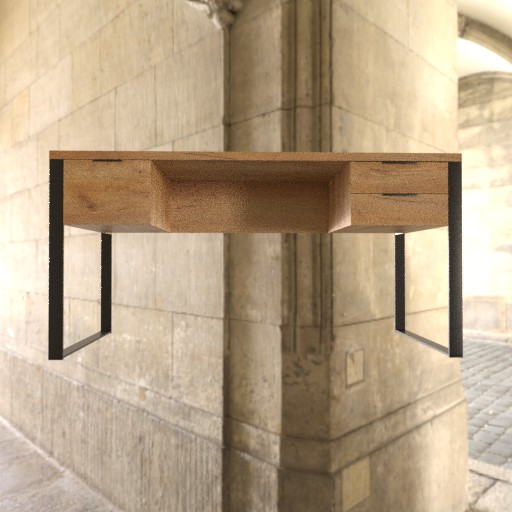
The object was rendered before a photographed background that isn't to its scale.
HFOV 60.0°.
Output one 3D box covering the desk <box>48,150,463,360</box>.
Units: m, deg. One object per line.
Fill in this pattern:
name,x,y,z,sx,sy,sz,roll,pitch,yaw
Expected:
desk,0.000,0.000,1.922,1.520,0.760,0.600,0,-1,-2
